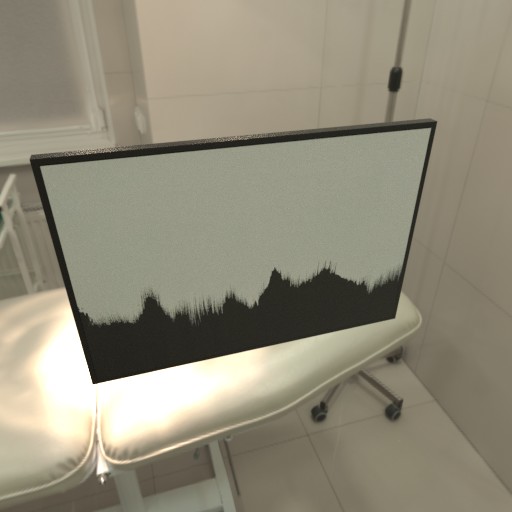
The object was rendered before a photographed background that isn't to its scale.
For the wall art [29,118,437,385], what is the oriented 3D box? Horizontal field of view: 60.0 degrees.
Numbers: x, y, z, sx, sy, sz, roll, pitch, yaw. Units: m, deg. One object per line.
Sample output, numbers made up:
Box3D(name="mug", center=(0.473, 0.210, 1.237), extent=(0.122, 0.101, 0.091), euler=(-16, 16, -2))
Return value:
Box3D(name="wall art", center=(0.000, 0.000, 0.818), extent=(0.659, 0.446, 0.022), euler=(-9, 33, -15))
